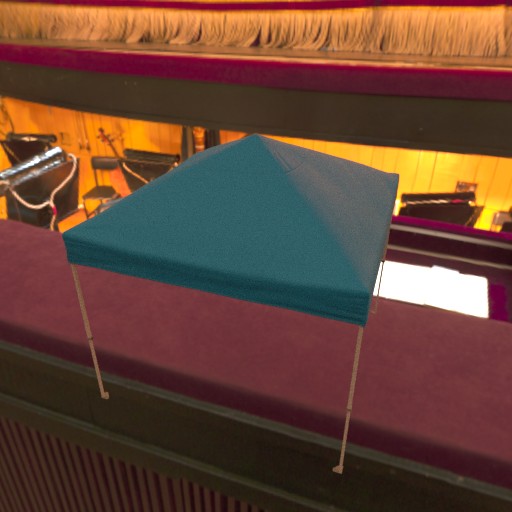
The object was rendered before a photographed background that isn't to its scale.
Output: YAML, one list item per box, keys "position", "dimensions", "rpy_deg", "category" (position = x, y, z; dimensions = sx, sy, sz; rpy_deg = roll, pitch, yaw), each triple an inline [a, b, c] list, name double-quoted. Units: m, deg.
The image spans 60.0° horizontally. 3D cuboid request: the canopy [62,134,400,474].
- position: [0.000, 0.000, 5.472]
  dimensions: [2.998, 2.997, 2.996]
  rpy_deg: [10, 31, 17]
  category: "canopy"
